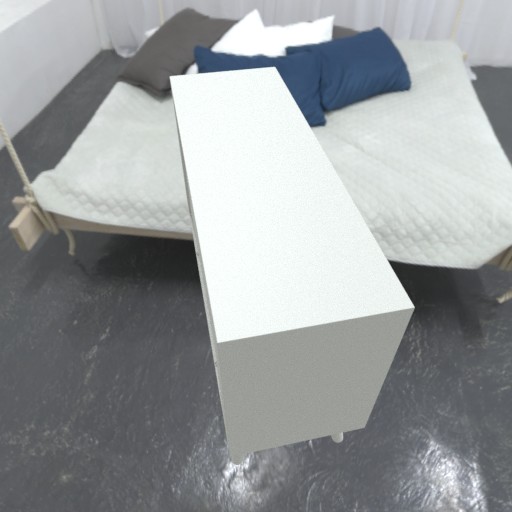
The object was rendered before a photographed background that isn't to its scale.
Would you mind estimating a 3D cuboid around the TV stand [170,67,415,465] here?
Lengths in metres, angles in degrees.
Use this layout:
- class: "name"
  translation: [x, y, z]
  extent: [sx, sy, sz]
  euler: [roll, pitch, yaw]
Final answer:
- class: "TV stand"
  translation: [0.000, 0.000, 1.568]
  extent: [0.406, 0.812, 1.193]
  euler: [-9, 46, -8]
